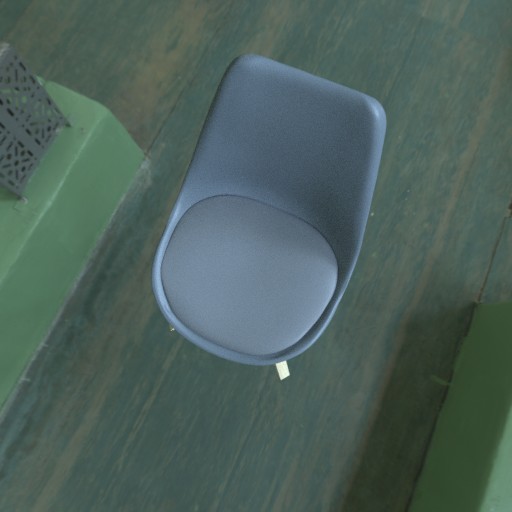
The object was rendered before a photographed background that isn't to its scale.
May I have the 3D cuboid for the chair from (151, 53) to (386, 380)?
[{"bbox_3d":[0.000,0.000,1.169,0.485,0.850,0.550,23,77,6],"label":"chair"}]
